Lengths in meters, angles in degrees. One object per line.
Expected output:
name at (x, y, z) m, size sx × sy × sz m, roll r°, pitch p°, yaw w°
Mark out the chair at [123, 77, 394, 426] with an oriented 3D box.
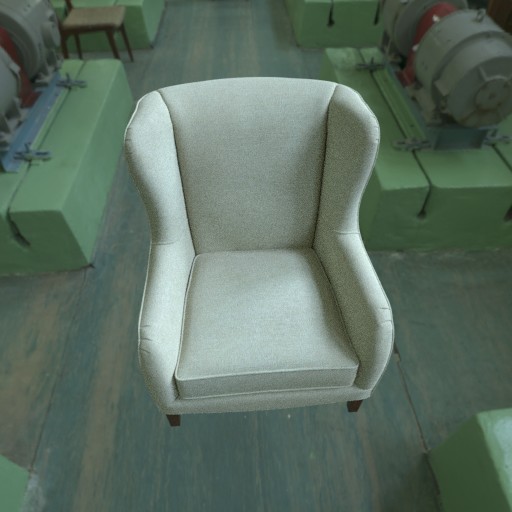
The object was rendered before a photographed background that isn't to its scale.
chair at (0.000, 0.000, 1.730) m, size 0.838 × 1.040 × 0.966 m, roll -3°, pitch 46°, yaw -3°
